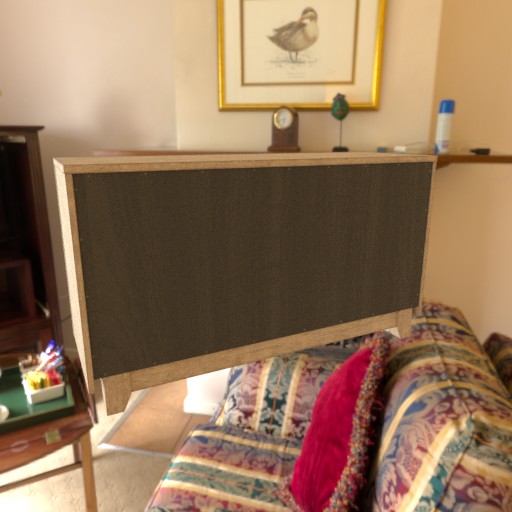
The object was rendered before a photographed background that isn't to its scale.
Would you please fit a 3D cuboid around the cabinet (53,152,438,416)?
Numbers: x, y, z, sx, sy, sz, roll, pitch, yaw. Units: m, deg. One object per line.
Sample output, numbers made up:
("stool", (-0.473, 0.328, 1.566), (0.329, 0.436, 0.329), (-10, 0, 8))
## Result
("cabinet", (0.000, 0.000, 1.878), (1.460, 0.825, 0.511), (-7, 17, -26))
